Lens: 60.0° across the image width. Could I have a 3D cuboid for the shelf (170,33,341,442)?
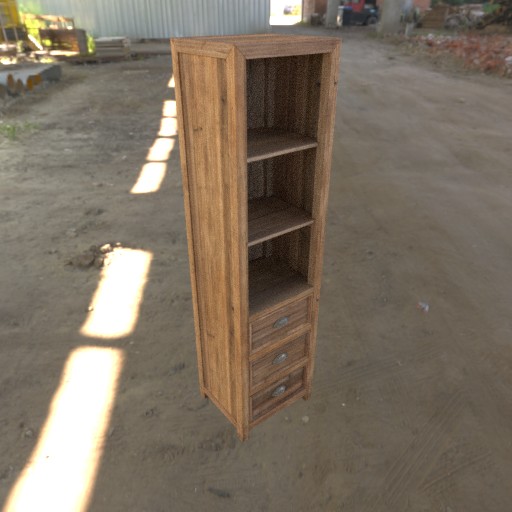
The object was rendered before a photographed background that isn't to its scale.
[{"bbox_3d":[0.000,0.000,2.148,0.500,1.900,0.428,-21,36,-32],"label":"shelf"}]
